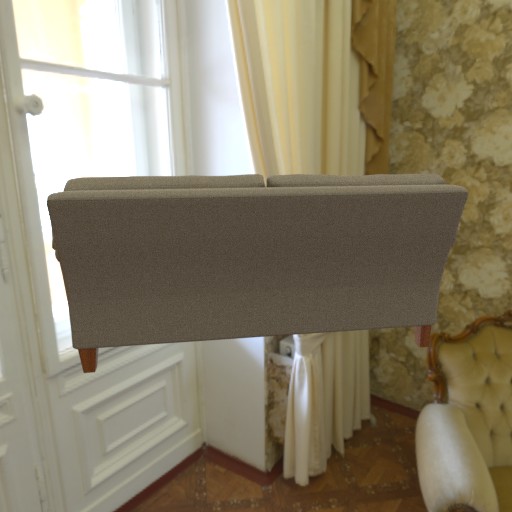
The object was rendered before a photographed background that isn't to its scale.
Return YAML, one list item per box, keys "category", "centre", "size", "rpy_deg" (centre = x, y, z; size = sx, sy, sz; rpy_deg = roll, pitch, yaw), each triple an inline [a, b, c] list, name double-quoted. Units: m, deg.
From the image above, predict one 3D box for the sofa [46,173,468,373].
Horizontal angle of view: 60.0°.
- category: "sofa"
  centre: [0.000, 0.000, 2.775]
  size: [2.160, 1.054, 1.087]
  rpy_deg: [-2, 15, -9]
